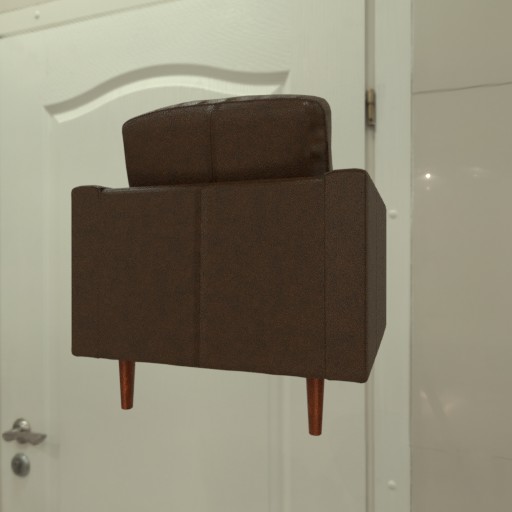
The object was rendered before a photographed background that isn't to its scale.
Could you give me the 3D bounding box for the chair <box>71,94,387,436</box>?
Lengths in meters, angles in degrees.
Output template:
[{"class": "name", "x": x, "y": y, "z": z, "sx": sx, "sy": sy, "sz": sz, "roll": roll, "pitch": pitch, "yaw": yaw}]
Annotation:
[{"class": "chair", "x": 0.000, "y": 0.000, "z": 1.639, "sx": 0.890, "sy": 0.956, "sz": 0.909, "roll": 0, "pitch": 0, "yaw": 19}]
